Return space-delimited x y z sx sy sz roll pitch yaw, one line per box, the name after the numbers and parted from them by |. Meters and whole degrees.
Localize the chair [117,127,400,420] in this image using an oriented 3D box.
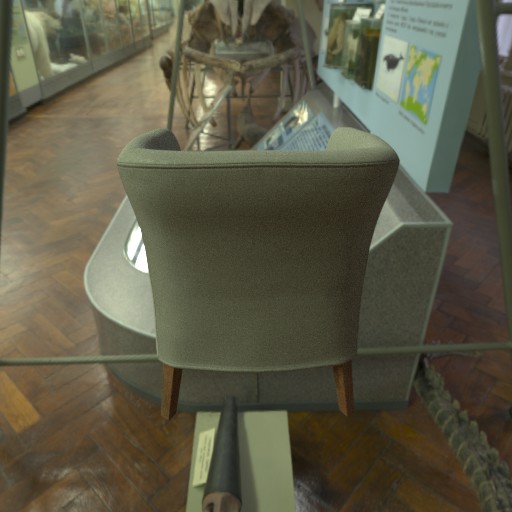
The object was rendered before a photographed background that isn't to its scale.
0.000 0.000 1.238 0.600 0.771 0.668 -1 30 -1 | chair
